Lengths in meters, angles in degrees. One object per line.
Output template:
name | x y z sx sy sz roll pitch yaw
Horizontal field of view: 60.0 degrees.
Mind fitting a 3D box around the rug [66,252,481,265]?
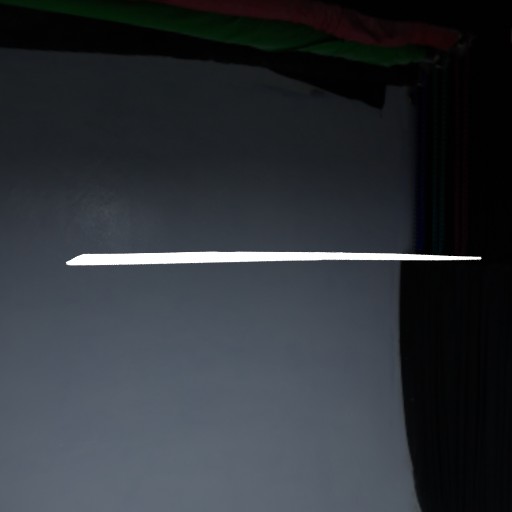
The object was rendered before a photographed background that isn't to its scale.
rug | 0.000 0.000 3.806 2.869 0.038 2.032 -1 2 -19
